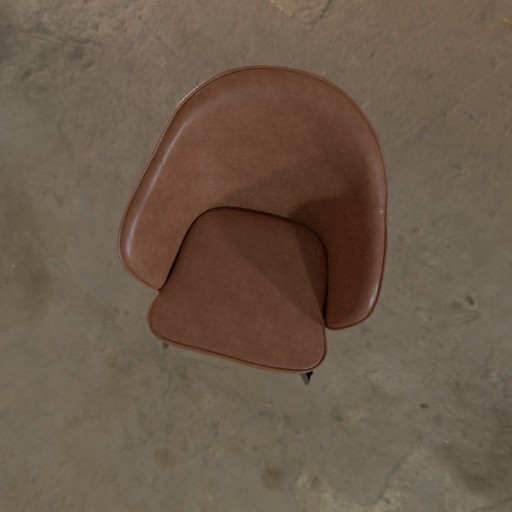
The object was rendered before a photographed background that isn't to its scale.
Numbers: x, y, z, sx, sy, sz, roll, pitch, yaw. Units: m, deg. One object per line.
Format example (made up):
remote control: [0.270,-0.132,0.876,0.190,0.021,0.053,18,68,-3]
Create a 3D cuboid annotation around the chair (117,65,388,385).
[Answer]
chair: [0.000,0.000,1.184,0.582,0.785,0.580,13,75,3]
